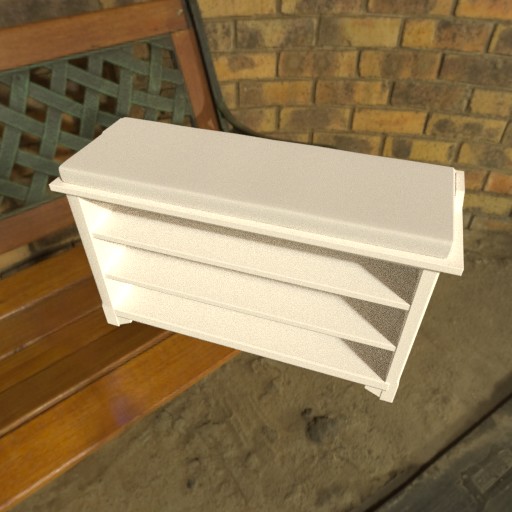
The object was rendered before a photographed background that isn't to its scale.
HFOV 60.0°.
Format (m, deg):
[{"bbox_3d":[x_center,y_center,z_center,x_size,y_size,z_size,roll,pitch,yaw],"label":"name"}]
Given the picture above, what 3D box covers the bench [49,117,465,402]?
[{"bbox_3d":[0.000,0.000,1.284,0.987,0.589,0.346,12,43,14],"label":"bench"}]
